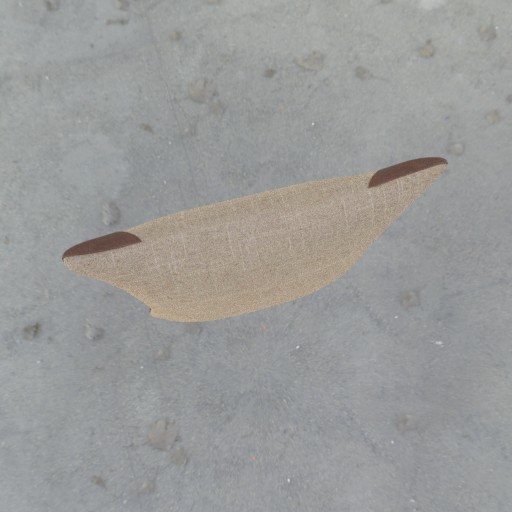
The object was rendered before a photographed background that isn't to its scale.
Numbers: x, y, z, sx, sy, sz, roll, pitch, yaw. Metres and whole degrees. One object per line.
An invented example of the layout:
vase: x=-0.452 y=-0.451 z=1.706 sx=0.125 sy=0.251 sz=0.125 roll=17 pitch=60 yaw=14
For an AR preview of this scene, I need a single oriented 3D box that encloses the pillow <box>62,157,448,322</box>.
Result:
pillow: x=0.000 y=0.000 z=0.690 sx=0.437 sy=0.448 sz=0.147 roll=-16 pitch=76 yaw=-4
